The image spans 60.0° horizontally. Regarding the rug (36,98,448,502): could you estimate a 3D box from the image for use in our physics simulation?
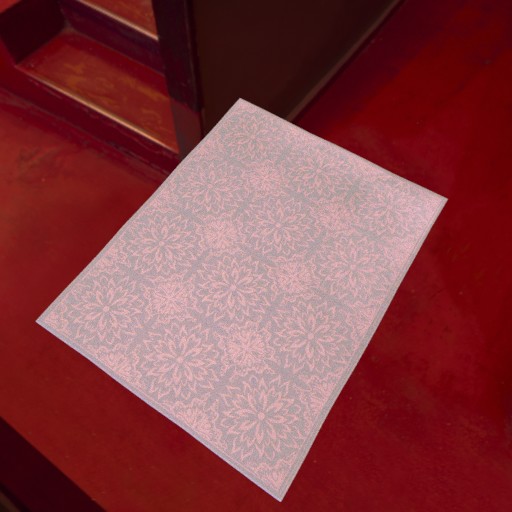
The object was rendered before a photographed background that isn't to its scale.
[{"bbox_3d":[0.000,0.000,3.897,2.363,0.012,2.980,30,67,14],"label":"rug"}]
